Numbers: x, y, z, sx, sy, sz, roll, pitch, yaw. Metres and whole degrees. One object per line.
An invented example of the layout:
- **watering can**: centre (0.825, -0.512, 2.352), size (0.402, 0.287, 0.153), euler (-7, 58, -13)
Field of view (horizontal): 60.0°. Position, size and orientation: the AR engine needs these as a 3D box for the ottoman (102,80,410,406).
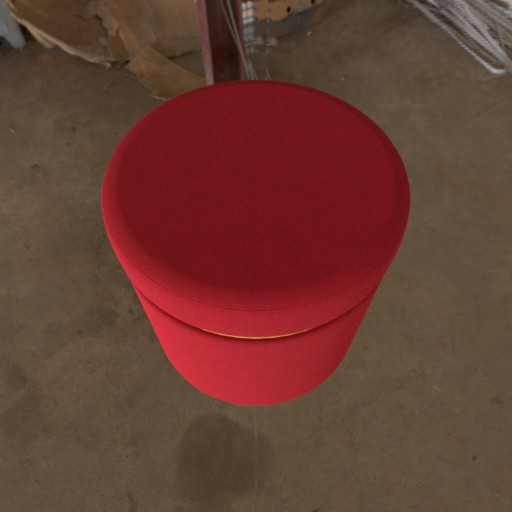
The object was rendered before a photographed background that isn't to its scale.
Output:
- **ottoman**: centre (0.000, 0.000, 0.737), size (0.400, 0.406, 0.400), euler (0, 57, 0)
